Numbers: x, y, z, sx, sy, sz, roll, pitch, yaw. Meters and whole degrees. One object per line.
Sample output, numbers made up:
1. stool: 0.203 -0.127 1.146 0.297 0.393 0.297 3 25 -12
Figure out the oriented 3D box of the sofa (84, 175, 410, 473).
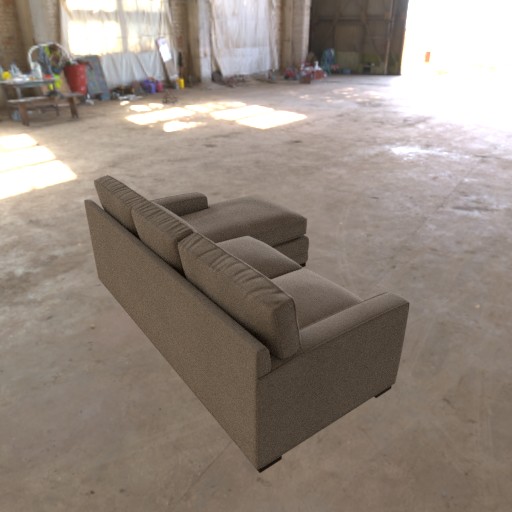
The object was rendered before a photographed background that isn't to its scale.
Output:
1. sofa: 0.000 0.000 2.866 1.496 0.861 2.087 -18 32 -32
